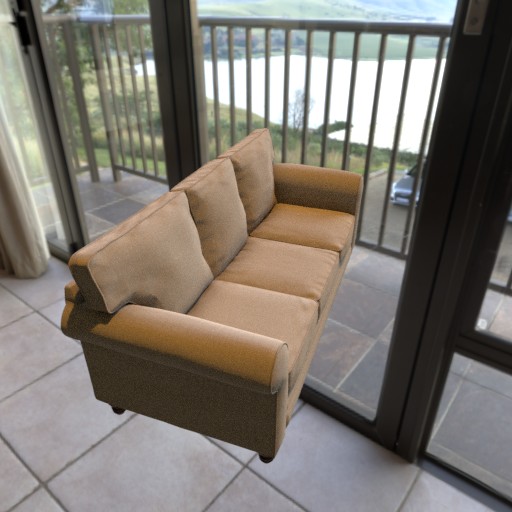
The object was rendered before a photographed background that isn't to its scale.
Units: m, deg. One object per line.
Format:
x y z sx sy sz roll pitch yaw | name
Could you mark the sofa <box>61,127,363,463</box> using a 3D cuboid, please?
0.000 0.000 2.533 0.916 0.961 2.084 10 32 17 | sofa
